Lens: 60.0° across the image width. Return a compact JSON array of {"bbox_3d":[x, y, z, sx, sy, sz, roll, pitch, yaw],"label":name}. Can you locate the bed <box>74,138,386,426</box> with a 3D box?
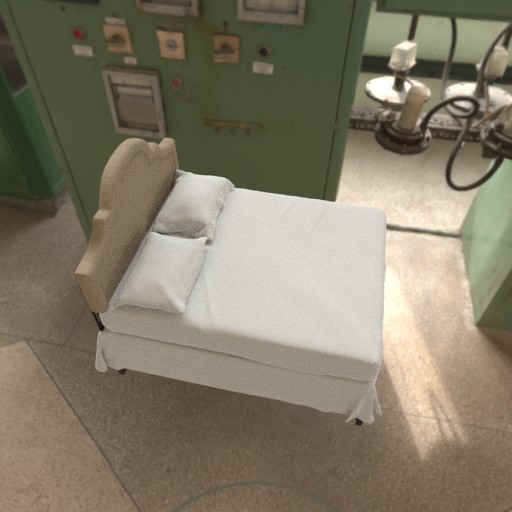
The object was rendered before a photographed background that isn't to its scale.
[{"bbox_3d":[0.000,0.000,3.429,2.222,1.634,1.780,9,48,9],"label":"bed"}]
